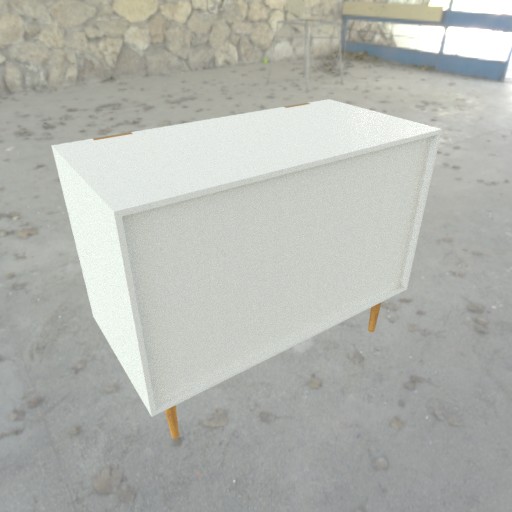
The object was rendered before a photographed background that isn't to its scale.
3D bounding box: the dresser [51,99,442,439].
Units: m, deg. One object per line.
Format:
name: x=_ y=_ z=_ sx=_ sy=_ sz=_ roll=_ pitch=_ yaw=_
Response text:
dresser: x=0.000 y=0.000 z=1.329 sx=0.905 sy=0.721 sz=0.457 roll=-20 pitch=37 yaw=-29
